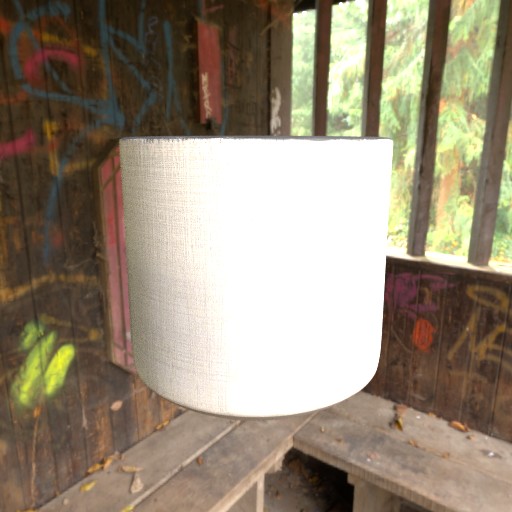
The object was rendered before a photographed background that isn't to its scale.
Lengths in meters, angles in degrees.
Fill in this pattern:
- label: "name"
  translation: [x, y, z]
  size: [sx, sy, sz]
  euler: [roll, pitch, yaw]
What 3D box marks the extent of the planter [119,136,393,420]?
- label: "planter"
  translation: [0.000, 0.000, 0.390]
  size: [0.221, 0.201, 0.221]
  euler: [0, 14, 0]
